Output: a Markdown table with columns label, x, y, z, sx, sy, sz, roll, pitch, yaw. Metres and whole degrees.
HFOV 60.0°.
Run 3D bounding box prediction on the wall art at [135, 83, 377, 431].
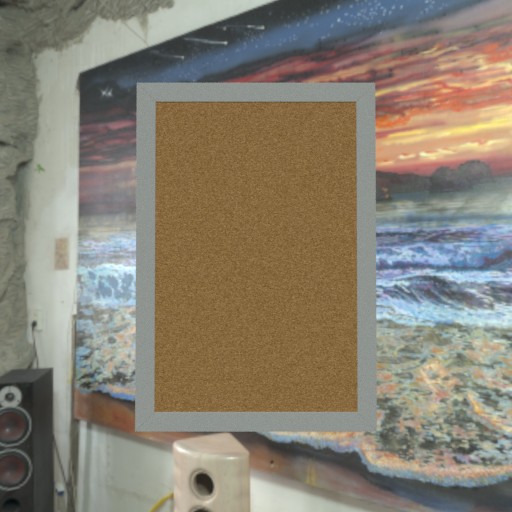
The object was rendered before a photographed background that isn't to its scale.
| label | x | y | z | sx | sy | sz | roll | pitch | yaw |
| --- | --- | --- | --- | --- | --- | --- | --- | --- | --- |
| wall art | 0.000 | 0.000 | 0.843 | 0.454 | 0.659 | 0.011 | 0 | -1 | 0 |
